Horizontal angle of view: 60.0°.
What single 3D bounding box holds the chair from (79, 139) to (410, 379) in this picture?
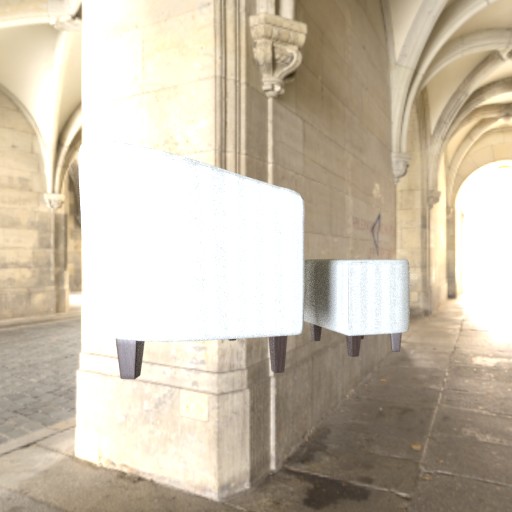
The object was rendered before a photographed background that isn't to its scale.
[{"bbox_3d":[0.000,0.000,1.730,1.288,0.757,0.756,0,0,-18],"label":"chair"}]
